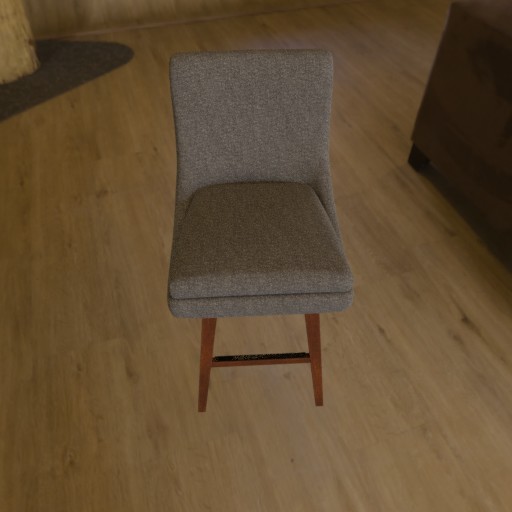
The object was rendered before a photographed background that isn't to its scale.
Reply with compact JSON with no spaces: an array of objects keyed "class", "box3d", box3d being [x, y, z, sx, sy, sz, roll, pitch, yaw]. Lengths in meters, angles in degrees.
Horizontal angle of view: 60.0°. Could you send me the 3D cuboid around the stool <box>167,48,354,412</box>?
[{"class":"stool","box3d":[0.000,0.000,1.401,0.489,1.068,0.572,-2,47,-2]}]
